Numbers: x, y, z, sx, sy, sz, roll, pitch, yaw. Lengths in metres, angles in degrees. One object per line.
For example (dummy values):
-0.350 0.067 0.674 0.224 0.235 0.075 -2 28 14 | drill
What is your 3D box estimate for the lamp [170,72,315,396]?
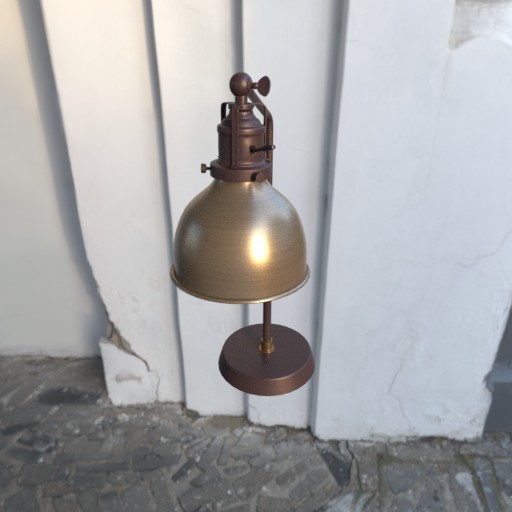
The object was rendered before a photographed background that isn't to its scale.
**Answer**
0.000 0.000 0.600 0.175 0.469 0.298 9 28 17 | lamp
